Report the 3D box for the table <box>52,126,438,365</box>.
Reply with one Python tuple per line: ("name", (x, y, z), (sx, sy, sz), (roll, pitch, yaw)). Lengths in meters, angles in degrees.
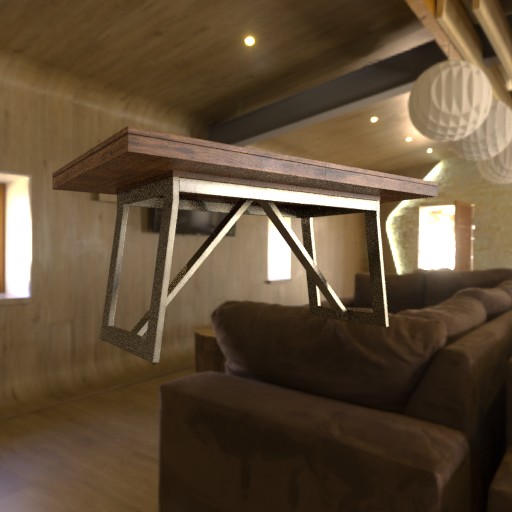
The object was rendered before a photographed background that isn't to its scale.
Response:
("table", (0.000, 0.000, 2.158), (1.641, 0.757, 0.931), (0, 0, -37))
